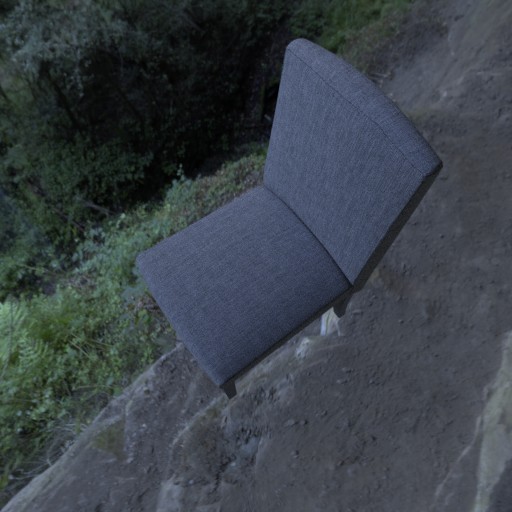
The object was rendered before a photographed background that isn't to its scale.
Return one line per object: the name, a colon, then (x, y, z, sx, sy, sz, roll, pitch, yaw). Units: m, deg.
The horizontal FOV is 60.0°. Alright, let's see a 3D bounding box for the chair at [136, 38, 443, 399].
chair: (0.000, 0.000, 1.223, 0.580, 0.917, 0.451, -33, 69, -15)
